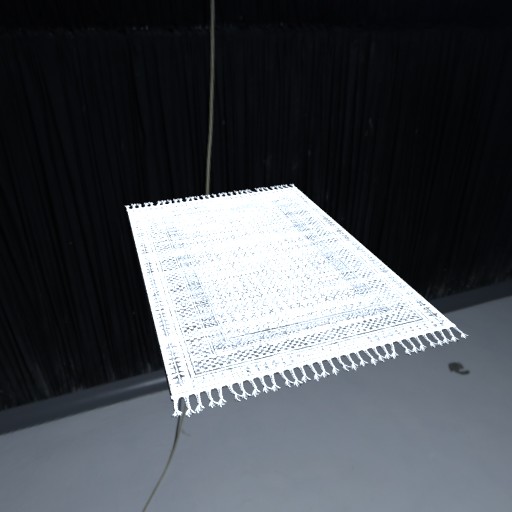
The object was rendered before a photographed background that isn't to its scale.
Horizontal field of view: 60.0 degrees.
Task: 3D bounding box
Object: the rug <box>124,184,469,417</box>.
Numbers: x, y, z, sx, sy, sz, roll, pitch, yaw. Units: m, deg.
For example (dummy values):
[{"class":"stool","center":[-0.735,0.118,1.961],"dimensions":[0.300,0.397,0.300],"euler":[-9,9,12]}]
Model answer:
[{"class":"rug","center":[0.000,0.000,2.410],"dimensions":[1.243,0.013,1.872],"euler":[-10,32,-17]}]
